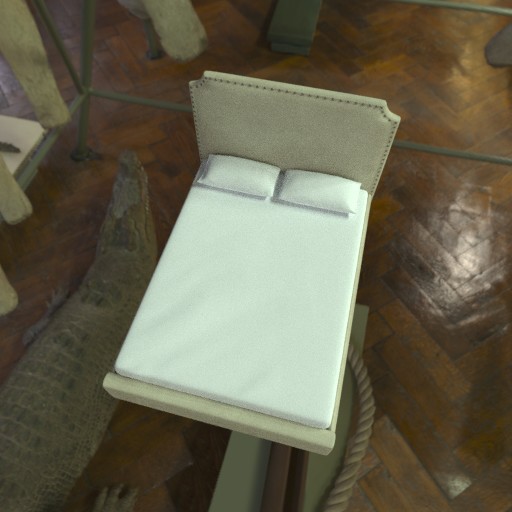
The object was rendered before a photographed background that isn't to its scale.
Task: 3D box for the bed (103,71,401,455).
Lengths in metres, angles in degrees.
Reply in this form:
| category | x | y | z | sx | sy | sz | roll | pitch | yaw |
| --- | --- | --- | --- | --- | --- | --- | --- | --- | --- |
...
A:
| category | x | y | z | sx | sy | sz | roll | pitch | yaw |
| --- | --- | --- | --- | --- | --- | --- | --- | --- | --- |
| bed | 0.000 | 0.000 | 3.440 | 1.712 | 1.443 | 2.372 | 12 | 59 | 8 |
